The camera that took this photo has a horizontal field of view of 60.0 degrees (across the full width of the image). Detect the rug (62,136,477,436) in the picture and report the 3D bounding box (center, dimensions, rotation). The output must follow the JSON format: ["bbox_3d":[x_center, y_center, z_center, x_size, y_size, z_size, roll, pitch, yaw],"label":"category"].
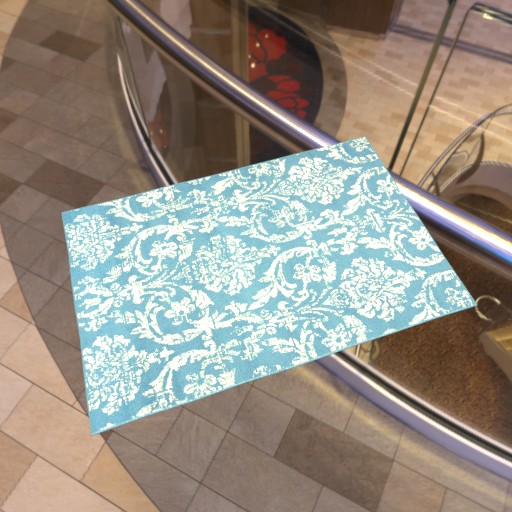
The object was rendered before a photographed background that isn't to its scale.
[{"bbox_3d":[0.000,0.000,2.273,1.833,0.012,1.211,-16,59,-10],"label":"rug"}]
